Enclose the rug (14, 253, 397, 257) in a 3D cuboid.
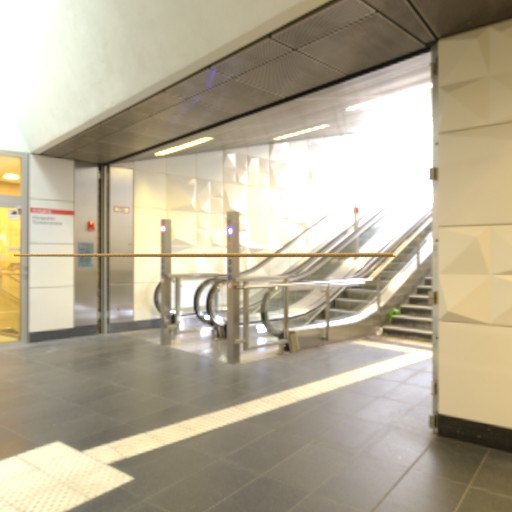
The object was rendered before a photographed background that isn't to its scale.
[{"bbox_3d":[0.000,0.000,4.050,2.446,0.015,3.046,0,0,18],"label":"rug"}]
